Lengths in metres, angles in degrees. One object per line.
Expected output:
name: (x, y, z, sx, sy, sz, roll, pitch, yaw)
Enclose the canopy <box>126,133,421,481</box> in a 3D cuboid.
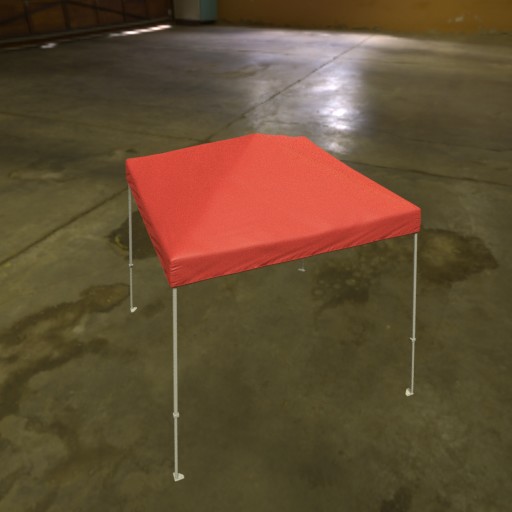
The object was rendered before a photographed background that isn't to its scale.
canopy: (0.000, 0.000, 5.117, 2.848, 2.849, 2.849, -12, 34, -18)
